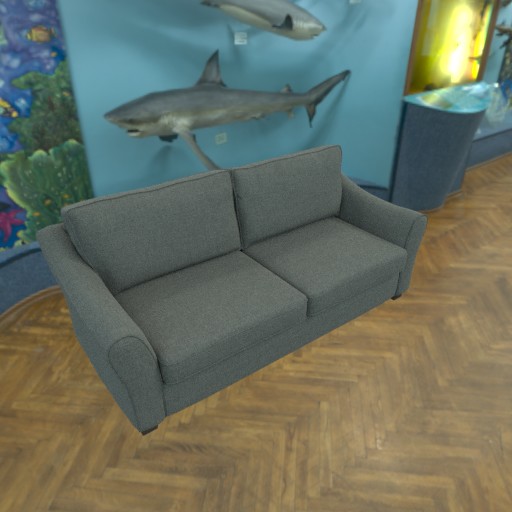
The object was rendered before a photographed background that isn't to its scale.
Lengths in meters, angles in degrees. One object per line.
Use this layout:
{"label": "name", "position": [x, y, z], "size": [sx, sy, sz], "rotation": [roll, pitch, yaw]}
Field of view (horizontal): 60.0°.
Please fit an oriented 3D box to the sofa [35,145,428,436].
{"label": "sofa", "position": [0.000, 0.000, 2.723], "size": [2.203, 0.976, 1.013], "rotation": [-20, 35, -31]}
